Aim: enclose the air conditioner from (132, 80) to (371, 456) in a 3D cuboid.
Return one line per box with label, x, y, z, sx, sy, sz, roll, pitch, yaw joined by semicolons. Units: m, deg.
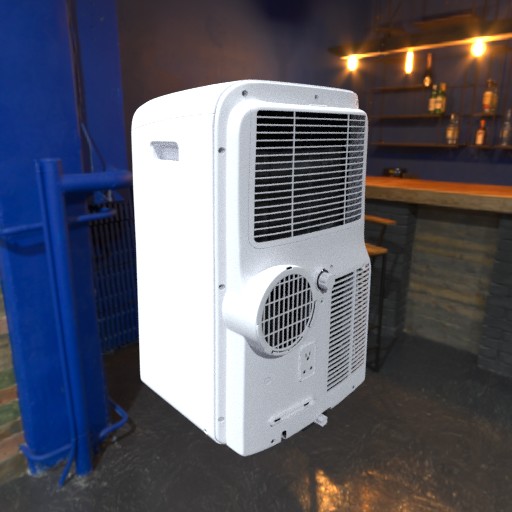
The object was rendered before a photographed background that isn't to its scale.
air conditioner;0.000;0.000;1.091;0.478;0.765;0.467;-15;21;-42
